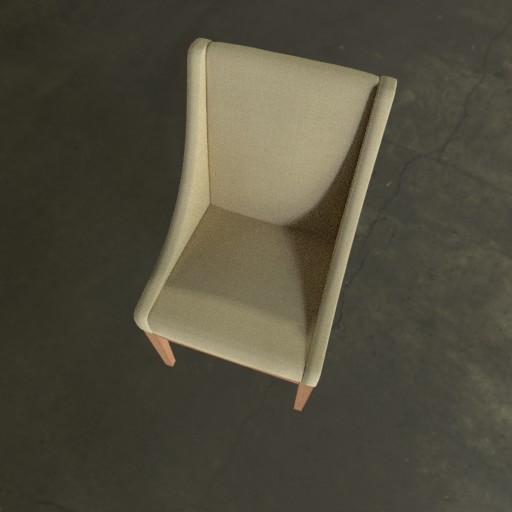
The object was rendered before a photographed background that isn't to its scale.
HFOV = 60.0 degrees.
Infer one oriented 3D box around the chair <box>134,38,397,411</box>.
[{"bbox_3d":[0.000,0.000,1.393,0.575,1.021,0.611,16,60,10],"label":"chair"}]
